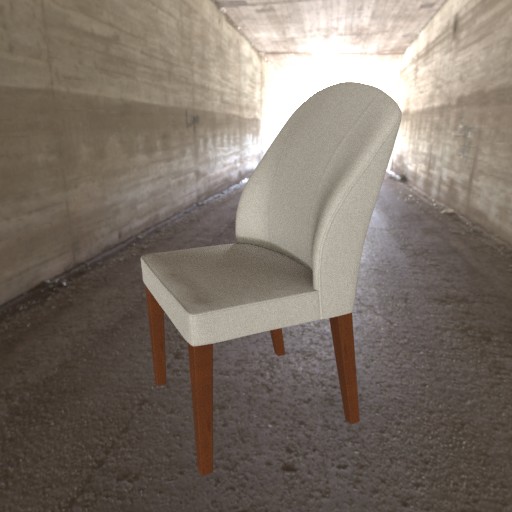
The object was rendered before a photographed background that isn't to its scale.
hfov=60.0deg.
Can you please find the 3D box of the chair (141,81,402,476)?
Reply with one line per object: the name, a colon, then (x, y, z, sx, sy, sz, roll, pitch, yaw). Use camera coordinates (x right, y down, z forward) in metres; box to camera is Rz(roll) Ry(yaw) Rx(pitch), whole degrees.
chair: (0.000, 0.000, 1.191, 0.540, 0.893, 0.472, -8, 19, -25)
